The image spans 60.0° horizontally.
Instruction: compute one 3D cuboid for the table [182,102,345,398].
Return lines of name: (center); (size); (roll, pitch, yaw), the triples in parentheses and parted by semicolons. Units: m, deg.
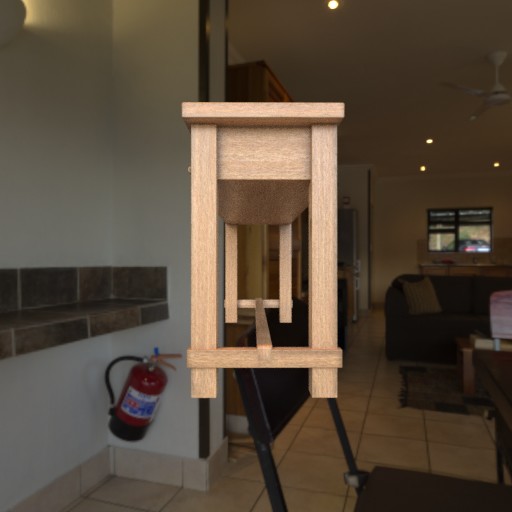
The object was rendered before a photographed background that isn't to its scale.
table: (0.000, 0.000, 1.916); (0.442, 0.762, 1.599); (0, -1, 0)
